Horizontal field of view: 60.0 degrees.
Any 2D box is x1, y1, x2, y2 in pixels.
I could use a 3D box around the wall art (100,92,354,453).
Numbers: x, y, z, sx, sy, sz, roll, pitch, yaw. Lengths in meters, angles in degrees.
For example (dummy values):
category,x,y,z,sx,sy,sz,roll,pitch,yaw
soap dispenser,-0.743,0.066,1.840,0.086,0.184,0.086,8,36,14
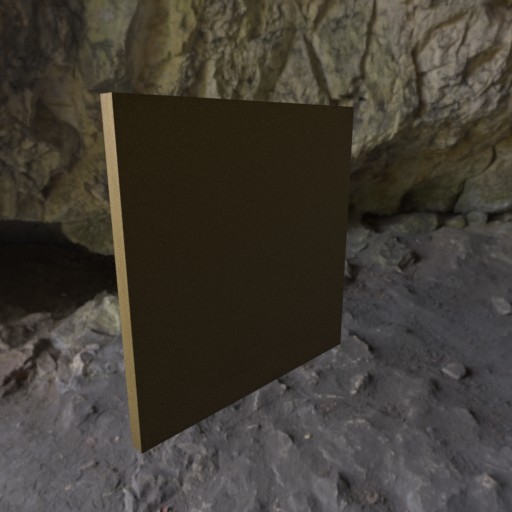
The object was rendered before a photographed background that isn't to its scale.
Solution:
category,x,y,z,sx,sy,sz,roll,pitch,yaw
wall art,0.000,0.000,0.768,0.503,0.506,0.030,-15,22,-42
